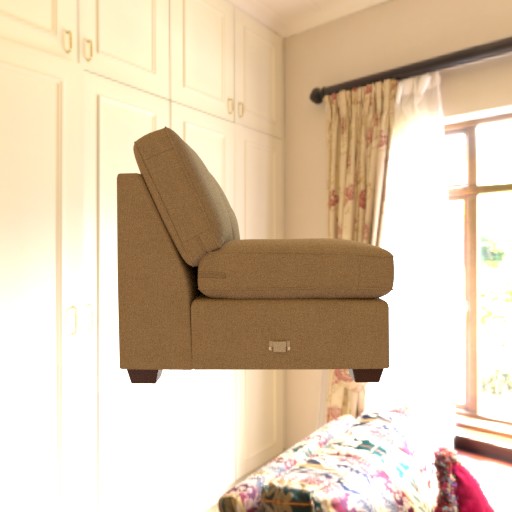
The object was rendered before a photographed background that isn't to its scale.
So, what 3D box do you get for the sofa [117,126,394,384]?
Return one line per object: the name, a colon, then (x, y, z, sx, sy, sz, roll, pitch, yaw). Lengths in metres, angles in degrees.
sofa: (0.000, 0.000, 2.768, 1.127, 1.036, 2.092, 0, 0, 0)
